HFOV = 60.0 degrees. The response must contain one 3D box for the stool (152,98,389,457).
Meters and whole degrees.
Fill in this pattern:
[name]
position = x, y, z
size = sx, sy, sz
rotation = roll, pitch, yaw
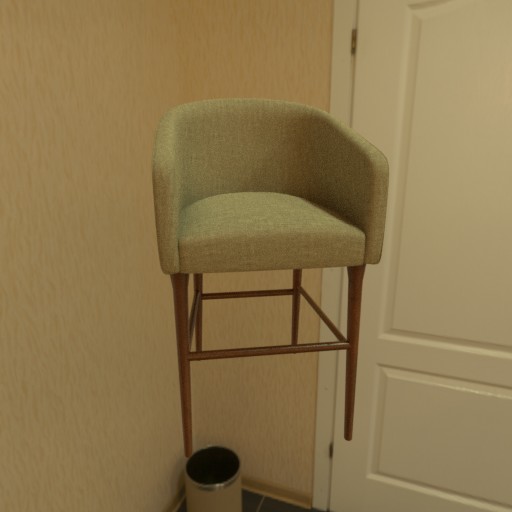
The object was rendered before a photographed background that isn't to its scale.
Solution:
[stool]
position = 0.000, 0.000, 1.371
size = 0.559, 0.952, 0.635
rotation = -2, 17, -8
